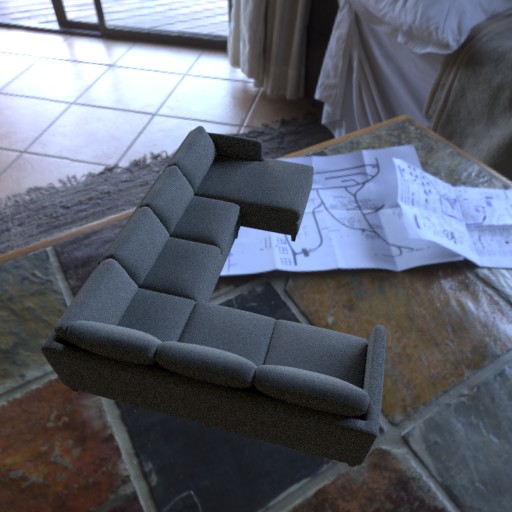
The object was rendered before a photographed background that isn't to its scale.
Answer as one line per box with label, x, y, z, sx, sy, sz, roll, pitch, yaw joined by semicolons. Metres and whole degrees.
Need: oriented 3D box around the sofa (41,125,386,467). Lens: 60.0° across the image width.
sofa;0.000;0.000;4.352;2.551;0.853;3.238;11;48;10
